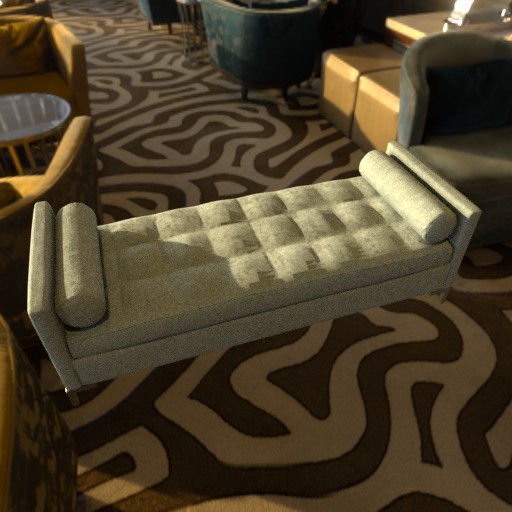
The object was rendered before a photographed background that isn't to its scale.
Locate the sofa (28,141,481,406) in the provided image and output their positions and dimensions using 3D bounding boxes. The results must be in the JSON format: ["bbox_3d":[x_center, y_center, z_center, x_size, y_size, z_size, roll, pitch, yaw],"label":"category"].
[{"bbox_3d":[0.000,0.000,2.395,2.102,0.657,0.797,-13,43,-14],"label":"sofa"}]
